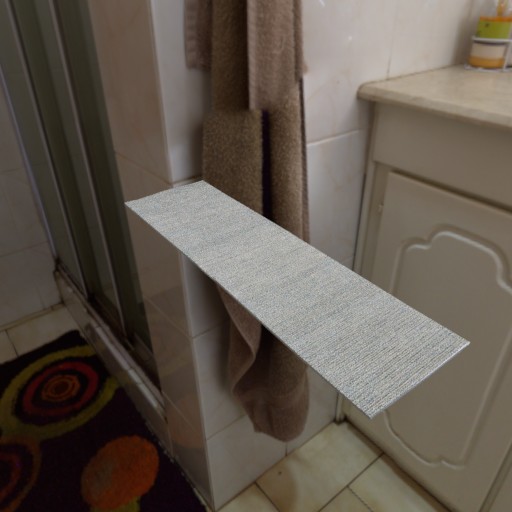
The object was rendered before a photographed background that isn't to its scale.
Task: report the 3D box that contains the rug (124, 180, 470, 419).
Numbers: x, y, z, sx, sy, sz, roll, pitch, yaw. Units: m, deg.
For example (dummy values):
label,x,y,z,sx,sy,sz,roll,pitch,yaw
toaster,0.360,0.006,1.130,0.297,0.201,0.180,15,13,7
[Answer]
label,x,y,z,sx,sy,sz,roll,pitch,yaw
rug,0.000,0.000,2.616,0.675,0.037,2.341,-22,38,-30
